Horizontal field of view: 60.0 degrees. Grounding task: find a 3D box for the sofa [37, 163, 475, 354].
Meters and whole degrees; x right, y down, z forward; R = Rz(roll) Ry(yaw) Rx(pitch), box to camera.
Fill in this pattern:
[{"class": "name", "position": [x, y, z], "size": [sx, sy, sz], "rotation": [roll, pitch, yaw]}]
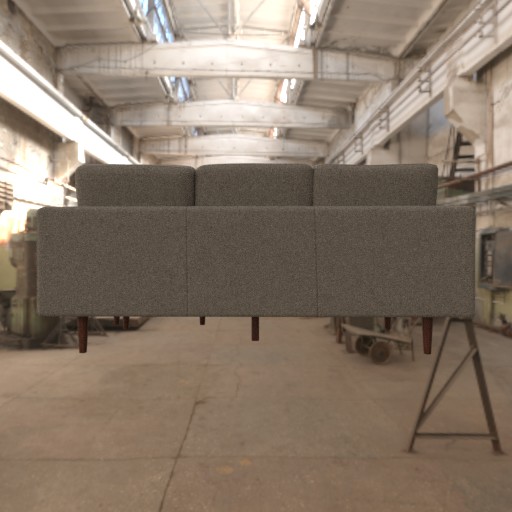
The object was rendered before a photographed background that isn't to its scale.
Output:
[{"class": "sofa", "position": [0.000, 0.000, 2.887], "size": [2.055, 0.957, 1.667], "rotation": [0, 0, 1]}]
